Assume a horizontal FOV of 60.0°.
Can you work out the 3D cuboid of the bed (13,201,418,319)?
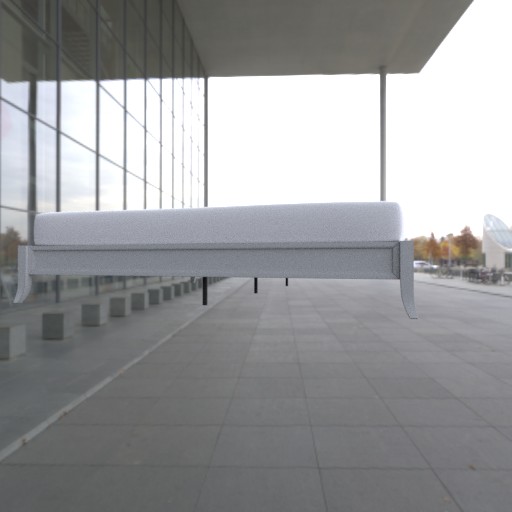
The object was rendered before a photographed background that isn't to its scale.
[{"bbox_3d":[0.000,0.000,3.027,2.007,0.510,2.108,0,0,18],"label":"bed"}]
